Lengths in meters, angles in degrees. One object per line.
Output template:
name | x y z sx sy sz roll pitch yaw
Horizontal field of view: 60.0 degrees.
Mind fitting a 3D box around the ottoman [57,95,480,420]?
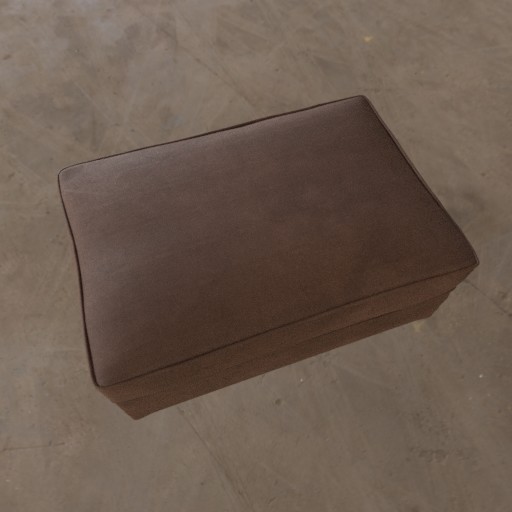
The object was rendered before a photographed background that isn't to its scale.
ottoman | 0.000 0.000 1.188 0.860 0.481 0.596 -17 61 -10
